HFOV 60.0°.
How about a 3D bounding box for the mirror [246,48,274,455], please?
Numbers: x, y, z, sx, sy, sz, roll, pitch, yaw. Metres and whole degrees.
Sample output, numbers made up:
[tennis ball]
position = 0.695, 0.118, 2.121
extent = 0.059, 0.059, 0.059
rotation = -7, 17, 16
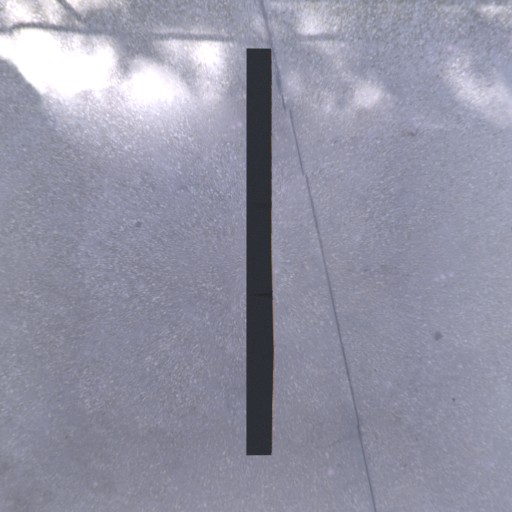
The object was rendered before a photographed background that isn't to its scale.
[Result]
[mirror]
position = 0.000, 0.000, 1.115
extent = 0.044, 0.912, 0.606
rotation = 0, 89, -1
